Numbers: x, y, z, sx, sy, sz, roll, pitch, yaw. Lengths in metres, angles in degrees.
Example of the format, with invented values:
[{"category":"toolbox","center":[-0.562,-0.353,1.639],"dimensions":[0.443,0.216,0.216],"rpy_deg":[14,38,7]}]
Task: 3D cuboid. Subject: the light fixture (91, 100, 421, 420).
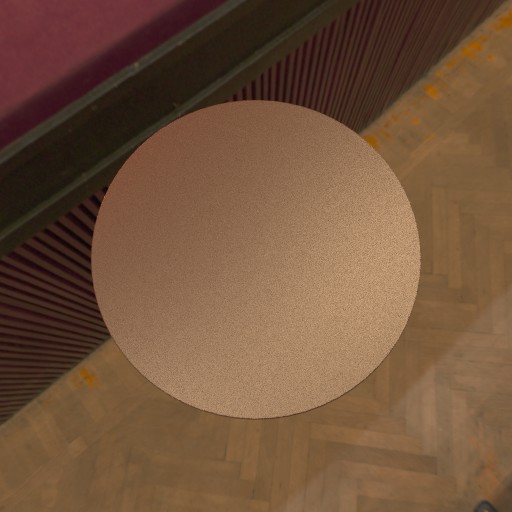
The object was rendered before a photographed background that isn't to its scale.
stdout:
[{"category":"light fixture","center":[0.000,0.000,0.542],"dimensions":[0.368,0.100,0.368],"rpy_deg":[0,76,0]}]
